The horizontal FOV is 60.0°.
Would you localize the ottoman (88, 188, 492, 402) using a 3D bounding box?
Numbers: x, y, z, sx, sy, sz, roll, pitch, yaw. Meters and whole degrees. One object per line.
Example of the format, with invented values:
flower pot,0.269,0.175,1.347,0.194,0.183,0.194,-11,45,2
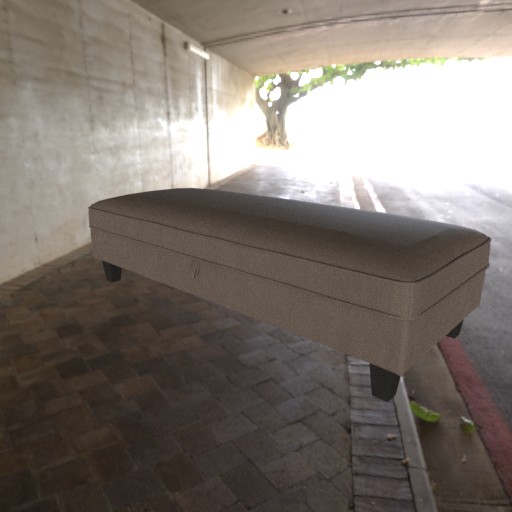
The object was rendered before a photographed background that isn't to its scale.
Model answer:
ottoman,0.000,0.000,2.001,1.764,0.470,0.751,14,22,40
